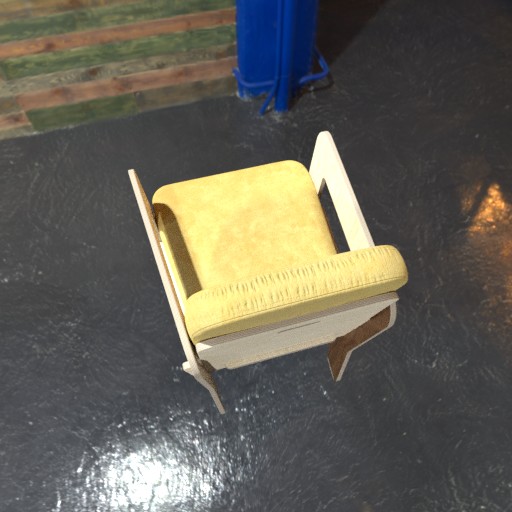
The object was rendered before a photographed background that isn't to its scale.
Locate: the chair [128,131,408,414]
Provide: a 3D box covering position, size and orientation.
[{"bbox_3d":[0.000,0.000,1.278,0.590,0.800,0.710,-13,58,-8],"label":"chair"}]
